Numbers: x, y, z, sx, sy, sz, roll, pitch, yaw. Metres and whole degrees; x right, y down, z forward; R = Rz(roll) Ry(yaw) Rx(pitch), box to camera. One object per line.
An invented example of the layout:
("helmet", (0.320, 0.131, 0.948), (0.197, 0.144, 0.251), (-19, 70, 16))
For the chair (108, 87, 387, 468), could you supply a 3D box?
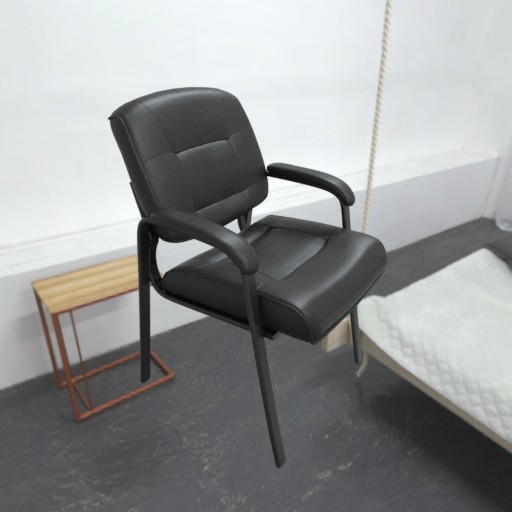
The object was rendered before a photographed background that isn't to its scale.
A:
("chair", (0.000, 0.000, 1.331), (0.668, 0.910, 0.591), (18, 32, 31))
